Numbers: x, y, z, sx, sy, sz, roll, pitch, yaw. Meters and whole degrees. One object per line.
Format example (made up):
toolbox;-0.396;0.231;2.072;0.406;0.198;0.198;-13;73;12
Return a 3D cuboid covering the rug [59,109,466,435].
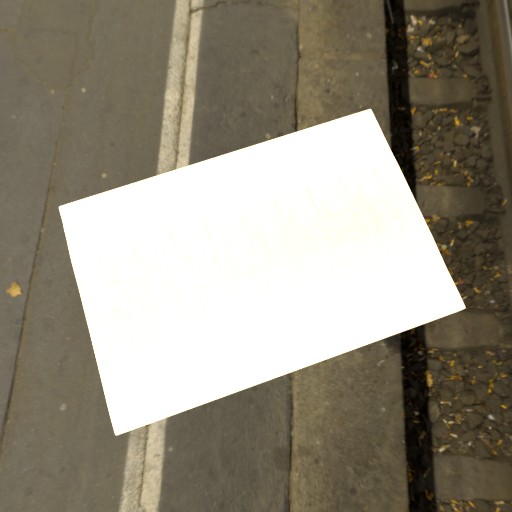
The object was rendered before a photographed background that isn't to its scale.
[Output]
rug;0.000;0.000;2.339;1.850;0.006;1.234;-19;75;-5
